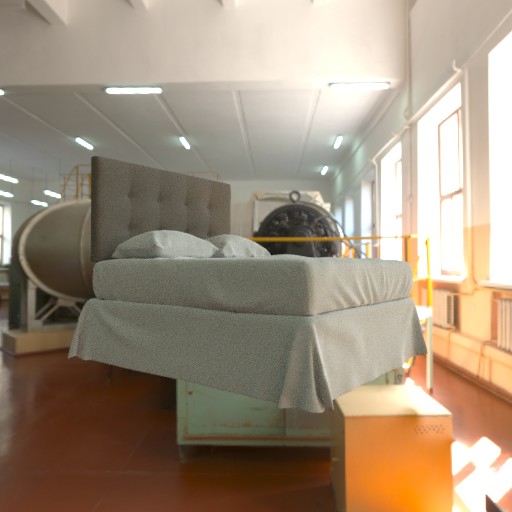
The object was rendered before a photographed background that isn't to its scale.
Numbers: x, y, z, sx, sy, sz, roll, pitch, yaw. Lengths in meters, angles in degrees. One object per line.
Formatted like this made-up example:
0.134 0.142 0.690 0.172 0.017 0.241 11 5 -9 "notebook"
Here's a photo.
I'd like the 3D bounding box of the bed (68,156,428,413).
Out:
0.000 0.000 3.512 2.222 1.577 1.936 -1 -1 37 "bed"
